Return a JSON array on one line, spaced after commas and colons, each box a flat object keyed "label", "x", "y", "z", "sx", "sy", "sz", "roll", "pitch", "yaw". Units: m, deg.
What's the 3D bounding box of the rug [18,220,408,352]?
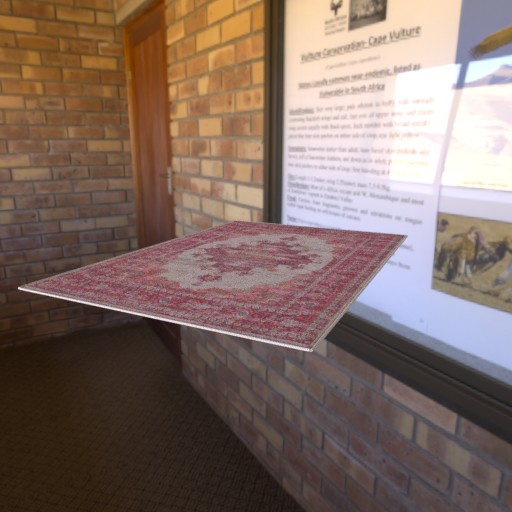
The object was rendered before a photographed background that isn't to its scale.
[{"label": "rug", "x": 0.000, "y": 0.000, "z": 3.664, "sx": 2.005, "sy": 0.014, "sz": 2.878, "roll": 7, "pitch": 16, "yaw": 26}]
